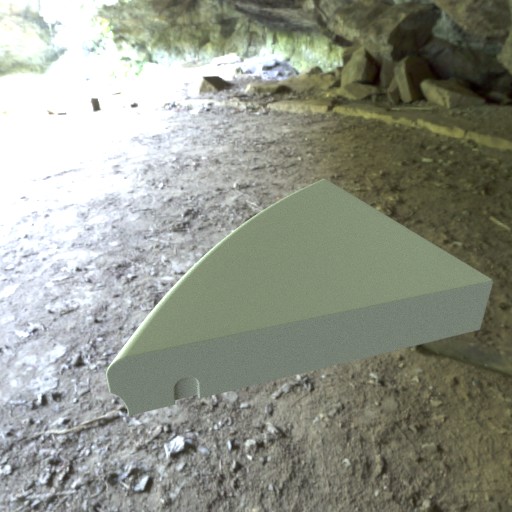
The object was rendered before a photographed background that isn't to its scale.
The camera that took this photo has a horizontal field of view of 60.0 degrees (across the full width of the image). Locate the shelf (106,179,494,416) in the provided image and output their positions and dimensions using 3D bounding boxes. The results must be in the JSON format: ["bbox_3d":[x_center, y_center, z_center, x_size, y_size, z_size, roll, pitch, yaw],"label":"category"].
[{"bbox_3d":[0.000,0.000,0.461,0.310,0.050,0.310,-9,28,-17],"label":"shelf"}]
